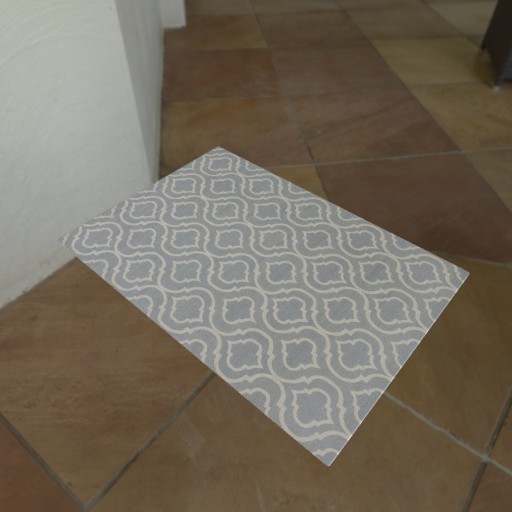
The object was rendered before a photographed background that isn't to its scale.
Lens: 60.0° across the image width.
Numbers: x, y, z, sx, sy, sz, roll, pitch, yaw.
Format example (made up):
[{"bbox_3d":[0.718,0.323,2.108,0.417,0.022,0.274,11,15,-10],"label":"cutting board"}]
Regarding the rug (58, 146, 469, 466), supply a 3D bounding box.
[{"bbox_3d":[0.000,0.000,2.709,2.080,0.010,1.451,32,54,27],"label":"rug"}]
